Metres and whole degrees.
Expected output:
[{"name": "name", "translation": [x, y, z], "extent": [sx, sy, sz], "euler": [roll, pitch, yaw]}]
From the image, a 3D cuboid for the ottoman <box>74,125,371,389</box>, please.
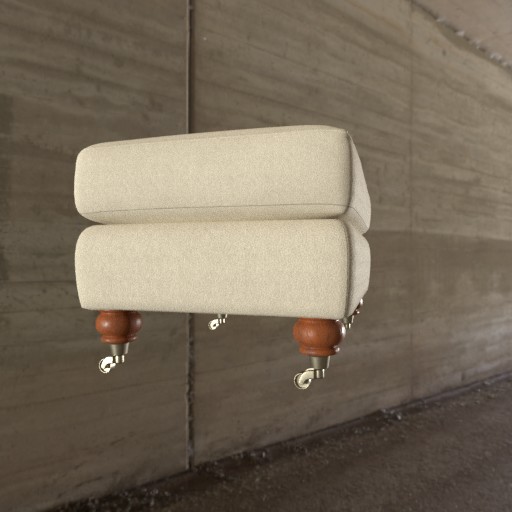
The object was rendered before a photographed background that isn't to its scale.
[{"name": "ottoman", "translation": [0.000, 0.000, 1.164], "extent": [0.569, 0.499, 0.773], "euler": [0, -1, 16]}]
